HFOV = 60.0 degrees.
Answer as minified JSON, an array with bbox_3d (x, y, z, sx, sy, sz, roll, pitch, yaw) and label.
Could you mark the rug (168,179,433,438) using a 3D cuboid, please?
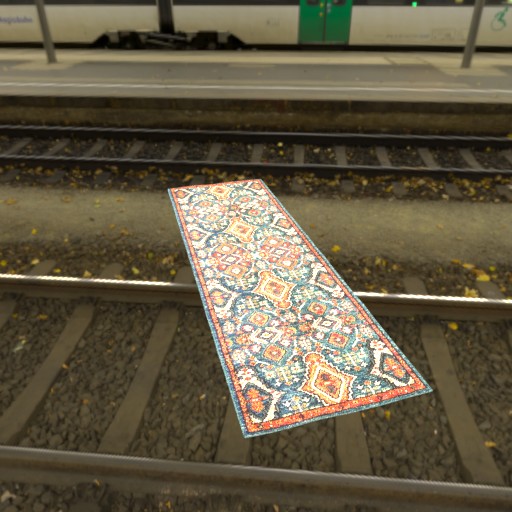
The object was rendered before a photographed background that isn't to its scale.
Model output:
[{"bbox_3d":[0.000,0.000,2.715,0.801,0.010,2.459,-8,32,-14],"label":"rug"}]
